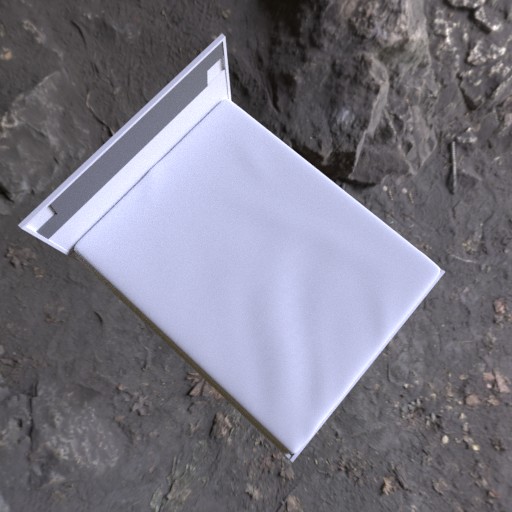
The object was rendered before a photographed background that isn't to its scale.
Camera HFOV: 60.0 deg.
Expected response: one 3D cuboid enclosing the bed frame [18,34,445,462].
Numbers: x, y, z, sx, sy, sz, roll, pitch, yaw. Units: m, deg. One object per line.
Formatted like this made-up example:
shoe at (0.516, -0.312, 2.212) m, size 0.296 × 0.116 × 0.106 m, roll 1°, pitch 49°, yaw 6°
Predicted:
bed frame at (0.000, 0.000, 2.991) m, size 2.100 × 1.001 × 1.711 m, roll 41°, pitch 80°, yaw 9°
